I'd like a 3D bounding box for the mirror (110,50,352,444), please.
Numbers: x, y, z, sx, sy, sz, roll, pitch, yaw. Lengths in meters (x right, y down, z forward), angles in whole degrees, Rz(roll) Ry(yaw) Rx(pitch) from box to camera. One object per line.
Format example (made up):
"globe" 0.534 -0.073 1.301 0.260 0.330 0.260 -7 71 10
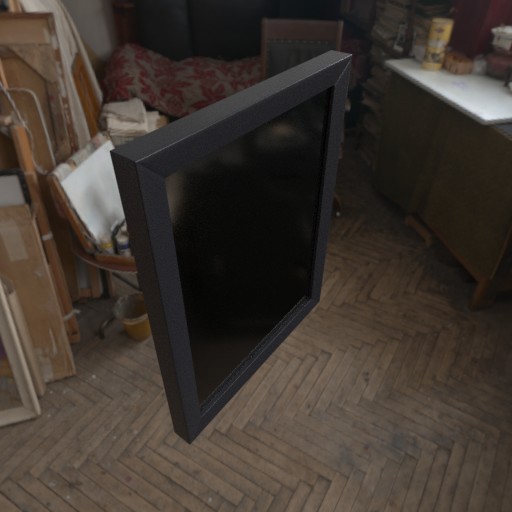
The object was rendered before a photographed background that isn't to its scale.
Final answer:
"mirror" 0.000 0.000 0.687 0.041 0.508 0.405 26 47 28
